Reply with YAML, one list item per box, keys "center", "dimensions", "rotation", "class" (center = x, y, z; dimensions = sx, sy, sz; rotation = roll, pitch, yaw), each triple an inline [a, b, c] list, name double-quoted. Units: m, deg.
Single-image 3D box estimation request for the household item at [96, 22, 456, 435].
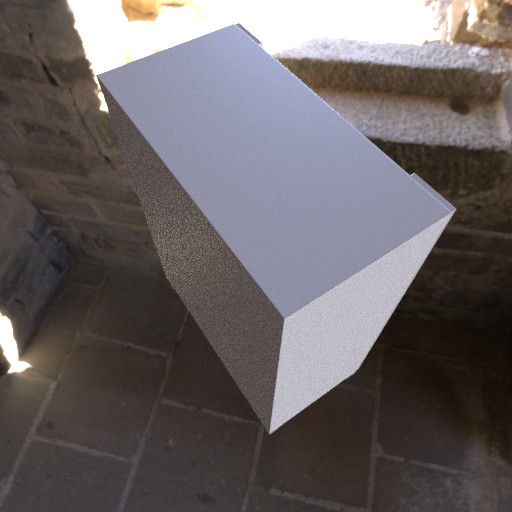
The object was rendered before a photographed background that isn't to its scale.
- center: [0.000, 0.000, 1.408]
  dimensions: [0.420, 1.010, 0.790]
  rotation: [-30, 62, -17]
  class: "household item"
